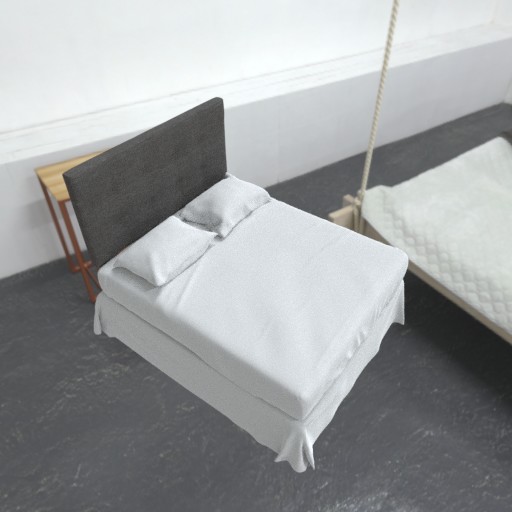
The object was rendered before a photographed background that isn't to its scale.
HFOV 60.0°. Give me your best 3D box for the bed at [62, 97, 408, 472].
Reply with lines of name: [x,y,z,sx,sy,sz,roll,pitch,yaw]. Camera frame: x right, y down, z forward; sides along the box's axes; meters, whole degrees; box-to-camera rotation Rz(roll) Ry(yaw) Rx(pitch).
bed: [0.000,0.000,3.518,2.222,1.577,1.936,26,48,26]
